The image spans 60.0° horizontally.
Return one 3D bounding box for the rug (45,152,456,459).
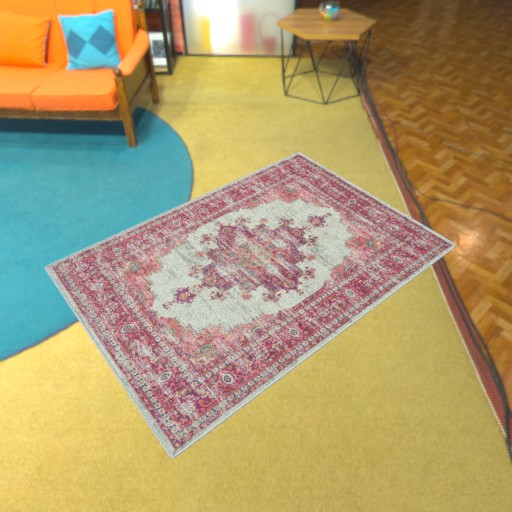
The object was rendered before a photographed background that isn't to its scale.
[{"bbox_3d":[0.000,0.000,2.908,2.232,0.011,1.555,-29,51,-27],"label":"rug"}]
